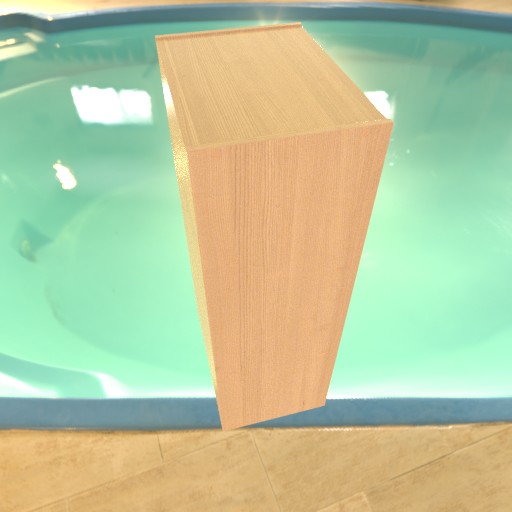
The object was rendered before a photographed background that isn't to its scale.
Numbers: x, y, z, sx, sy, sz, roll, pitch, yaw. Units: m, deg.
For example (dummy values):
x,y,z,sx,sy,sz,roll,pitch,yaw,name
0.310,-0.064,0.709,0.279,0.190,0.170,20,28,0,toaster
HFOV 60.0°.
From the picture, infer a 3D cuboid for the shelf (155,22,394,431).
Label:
x,y,z,sx,sy,sz,roll,pitch,yaw,name
0.000,0.000,1.050,0.292,0.876,0.417,-11,47,-10,shelf
